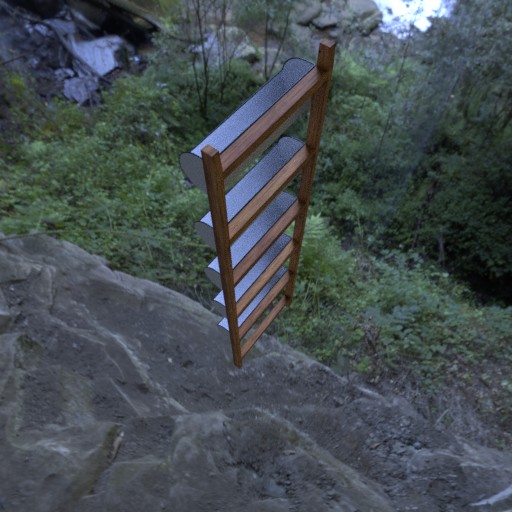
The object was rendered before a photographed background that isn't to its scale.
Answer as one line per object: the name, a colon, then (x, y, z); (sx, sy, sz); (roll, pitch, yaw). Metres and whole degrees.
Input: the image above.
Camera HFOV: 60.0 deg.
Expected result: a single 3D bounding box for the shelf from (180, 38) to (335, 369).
shelf: (0.000, 0.000, 1.693); (0.141, 1.600, 0.454); (34, 66, 17)
